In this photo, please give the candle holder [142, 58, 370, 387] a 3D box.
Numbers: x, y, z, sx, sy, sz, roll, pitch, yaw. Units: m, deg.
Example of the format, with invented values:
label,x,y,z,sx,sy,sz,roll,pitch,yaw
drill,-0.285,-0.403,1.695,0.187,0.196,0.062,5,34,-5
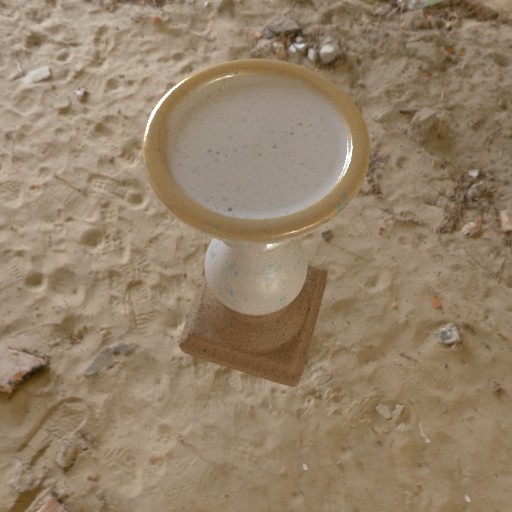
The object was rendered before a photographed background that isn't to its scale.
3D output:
label,x,y,z,sx,sy,sz,roll,pitch,yaw
candle holder,0.000,0.000,0.302,0.110,0.239,0.110,16,65,8
